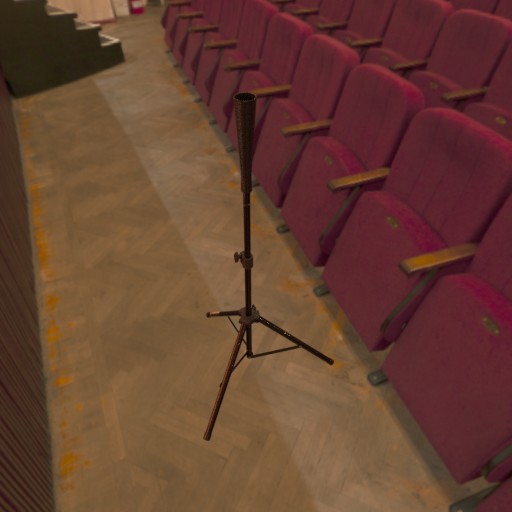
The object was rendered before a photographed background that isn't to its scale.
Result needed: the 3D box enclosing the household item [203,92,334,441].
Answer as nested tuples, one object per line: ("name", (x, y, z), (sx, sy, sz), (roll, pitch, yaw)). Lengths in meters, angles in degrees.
("household item", (0.000, 0.000, 1.416), (0.559, 1.067, 0.559), (-13, 42, -14))
